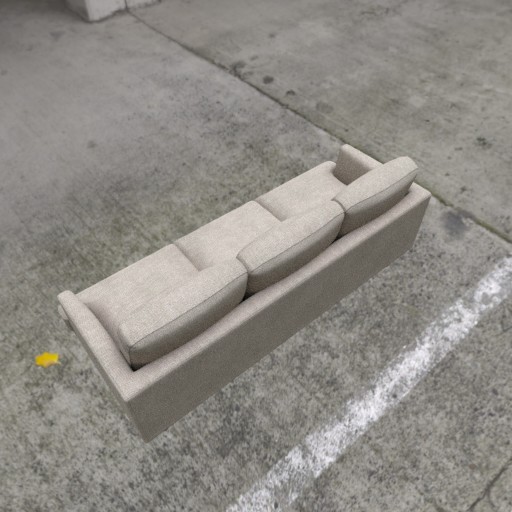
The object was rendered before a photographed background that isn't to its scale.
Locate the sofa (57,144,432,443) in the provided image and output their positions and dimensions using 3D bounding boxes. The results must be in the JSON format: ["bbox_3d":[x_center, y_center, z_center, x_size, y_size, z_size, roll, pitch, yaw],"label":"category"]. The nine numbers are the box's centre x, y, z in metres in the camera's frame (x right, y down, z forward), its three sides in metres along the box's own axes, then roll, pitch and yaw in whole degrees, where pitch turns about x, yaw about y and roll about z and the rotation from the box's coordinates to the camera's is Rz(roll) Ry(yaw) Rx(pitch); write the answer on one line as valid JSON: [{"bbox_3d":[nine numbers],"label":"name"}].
[{"bbox_3d":[0.000,0.000,2.769,2.246,0.930,0.903,-31,54,-26],"label":"sofa"}]
